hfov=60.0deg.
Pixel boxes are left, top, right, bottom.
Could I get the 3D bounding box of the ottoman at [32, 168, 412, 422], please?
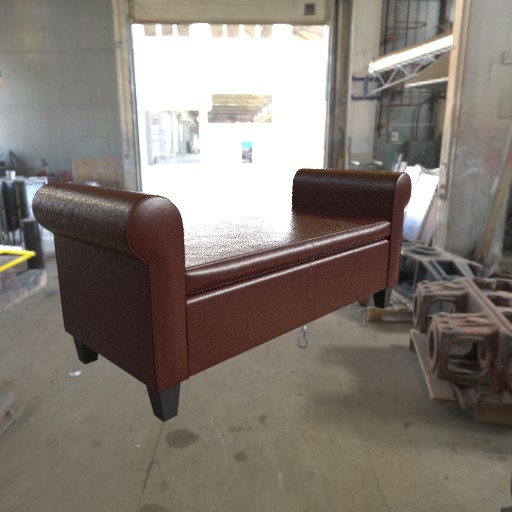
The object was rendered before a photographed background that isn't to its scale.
[{"bbox_3d":[0.000,0.000,1.536,0.521,0.547,1.256,13,19,43],"label":"ottoman"}]
